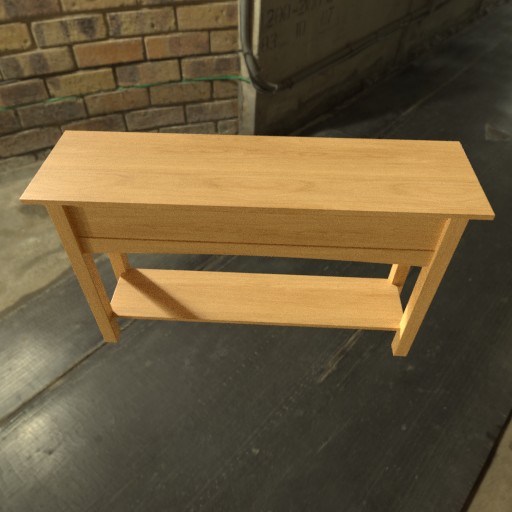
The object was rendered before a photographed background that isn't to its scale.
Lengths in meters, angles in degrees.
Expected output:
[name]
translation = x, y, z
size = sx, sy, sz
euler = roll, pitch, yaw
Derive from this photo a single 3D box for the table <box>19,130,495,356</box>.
[table]
translation = 0.000, 0.000, 1.535
size = 1.240, 0.730, 0.350
euler = 2, 46, 2
